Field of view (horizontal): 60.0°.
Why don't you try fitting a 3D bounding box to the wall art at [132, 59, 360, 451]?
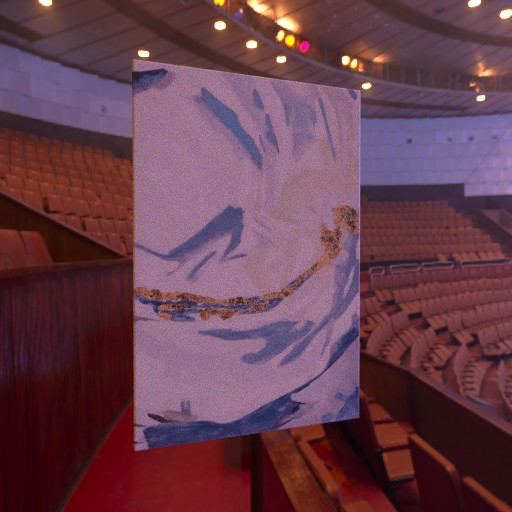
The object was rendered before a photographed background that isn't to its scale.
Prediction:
[{"bbox_3d":[0.000,0.000,1.139,0.610,0.914,0.016,0,1,-20],"label":"wall art"}]
